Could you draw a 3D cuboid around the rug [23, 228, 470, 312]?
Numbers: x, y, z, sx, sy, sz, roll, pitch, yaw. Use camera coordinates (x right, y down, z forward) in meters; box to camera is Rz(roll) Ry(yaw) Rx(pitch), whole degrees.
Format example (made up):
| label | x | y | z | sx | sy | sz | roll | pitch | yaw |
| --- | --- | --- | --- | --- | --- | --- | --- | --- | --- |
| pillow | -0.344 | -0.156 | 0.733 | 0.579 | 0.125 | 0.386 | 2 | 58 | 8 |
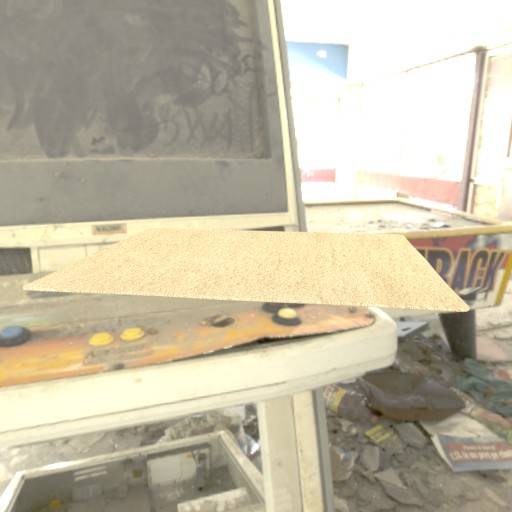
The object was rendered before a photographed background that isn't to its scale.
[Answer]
| label | x | y | z | sx | sy | sz | roll | pitch | yaw |
| --- | --- | --- | --- | --- | --- | --- | --- | --- | --- |
| rug | 0.000 | 0.000 | 4.061 | 3.001 | 0.025 | 2.401 | 2 | 14 | 8 |
